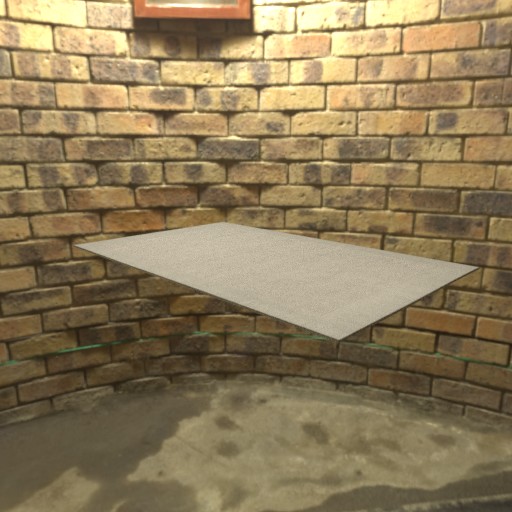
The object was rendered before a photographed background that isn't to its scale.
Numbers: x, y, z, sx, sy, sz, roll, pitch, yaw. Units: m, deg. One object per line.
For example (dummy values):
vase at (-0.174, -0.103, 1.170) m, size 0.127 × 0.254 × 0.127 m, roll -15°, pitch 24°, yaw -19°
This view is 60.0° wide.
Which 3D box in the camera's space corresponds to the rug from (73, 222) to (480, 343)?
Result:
rug at (0.000, 0.000, 3.084) m, size 2.438 × 0.014 × 1.524 m, roll 13°, pitch 19°, yaw 43°
